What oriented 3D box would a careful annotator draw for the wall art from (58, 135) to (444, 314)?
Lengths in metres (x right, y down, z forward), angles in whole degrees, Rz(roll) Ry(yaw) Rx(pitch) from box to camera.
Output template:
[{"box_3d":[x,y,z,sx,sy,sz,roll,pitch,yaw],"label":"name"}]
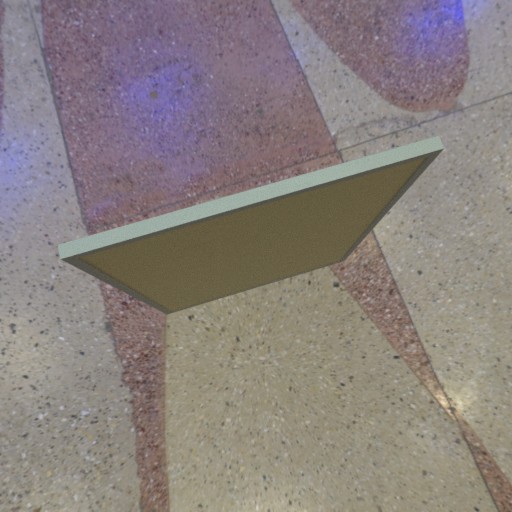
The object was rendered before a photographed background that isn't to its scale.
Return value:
[{"box_3d":[0.000,0.000,1.382,0.789,1.042,0.034,-17,77,-4],"label":"wall art"}]
